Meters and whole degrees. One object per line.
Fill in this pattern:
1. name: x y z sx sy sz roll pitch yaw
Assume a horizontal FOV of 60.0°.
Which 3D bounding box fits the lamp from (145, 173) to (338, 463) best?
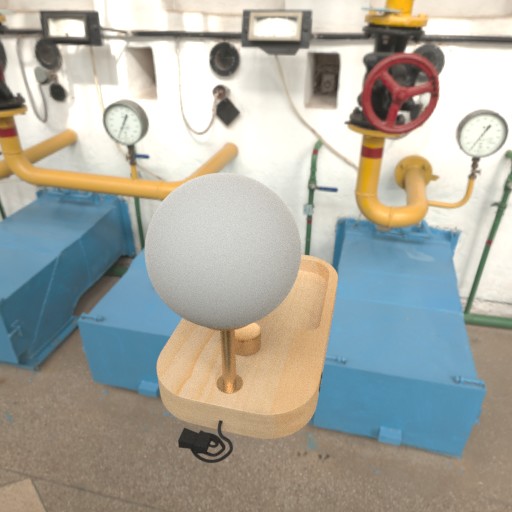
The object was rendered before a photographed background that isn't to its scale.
1. lamp: 0.000 0.000 0.478 0.173 0.253 0.331 8 32 13
